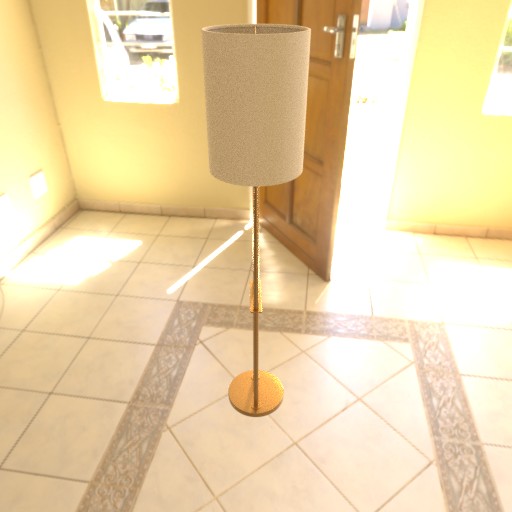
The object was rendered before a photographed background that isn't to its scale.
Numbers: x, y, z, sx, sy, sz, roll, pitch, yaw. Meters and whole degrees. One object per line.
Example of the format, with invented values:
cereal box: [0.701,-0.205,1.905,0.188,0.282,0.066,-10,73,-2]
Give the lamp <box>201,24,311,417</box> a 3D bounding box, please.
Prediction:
lamp: [0.000,0.000,1.636,0.305,1.500,0.306,-1,32,-1]
